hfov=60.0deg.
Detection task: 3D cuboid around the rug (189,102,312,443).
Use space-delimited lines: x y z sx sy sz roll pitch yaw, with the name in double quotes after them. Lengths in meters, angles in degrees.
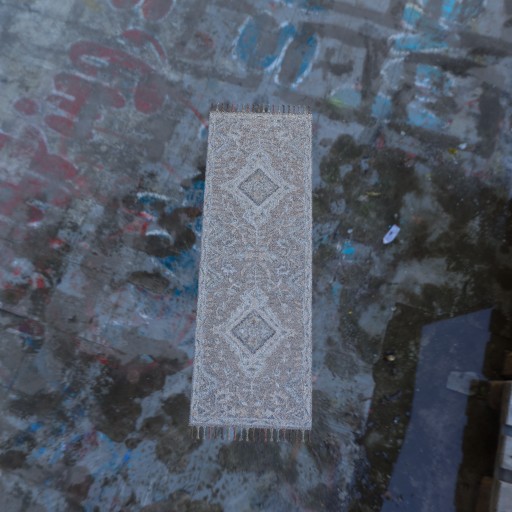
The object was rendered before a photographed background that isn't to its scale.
0.000 0.000 2.920 1.324 0.018 2.378 17 76 4 "rug"
